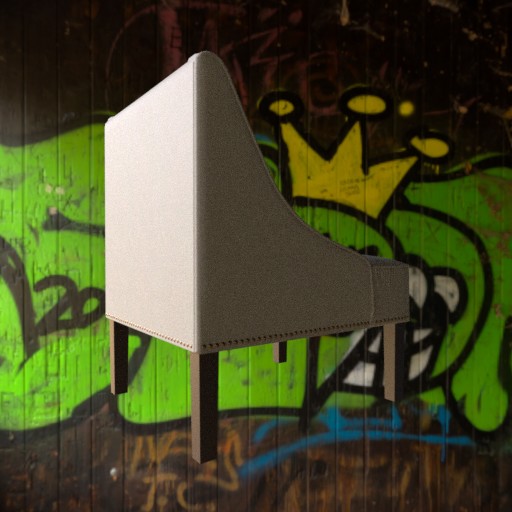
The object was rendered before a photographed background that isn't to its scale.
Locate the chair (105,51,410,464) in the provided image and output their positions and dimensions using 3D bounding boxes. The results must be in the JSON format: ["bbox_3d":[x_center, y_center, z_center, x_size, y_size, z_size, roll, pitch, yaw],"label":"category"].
[{"bbox_3d":[0.000,0.000,1.371,0.747,0.867,0.631,-1,1,-36],"label":"chair"}]
